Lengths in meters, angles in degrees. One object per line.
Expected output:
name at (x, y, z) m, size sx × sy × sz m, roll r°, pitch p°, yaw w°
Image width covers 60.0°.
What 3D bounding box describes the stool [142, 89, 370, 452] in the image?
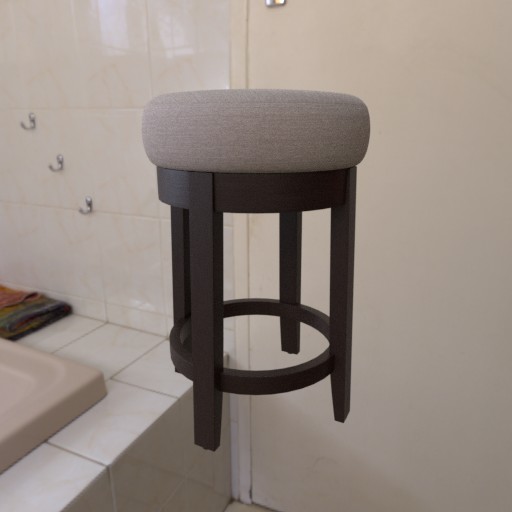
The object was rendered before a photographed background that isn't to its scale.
stool at (0.000, 0.000, 0.958) m, size 0.443 × 0.672 × 0.443 m, roll 0°, pitch 17°, yaw 0°
